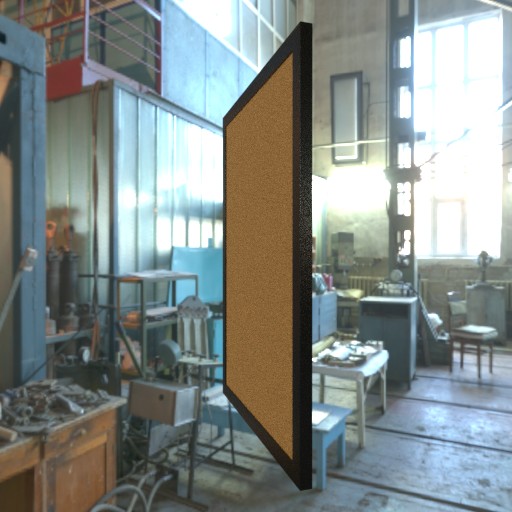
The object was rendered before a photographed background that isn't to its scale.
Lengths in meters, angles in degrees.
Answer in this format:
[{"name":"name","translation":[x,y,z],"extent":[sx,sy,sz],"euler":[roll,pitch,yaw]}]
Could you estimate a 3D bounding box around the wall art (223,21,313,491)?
[{"name":"wall art","translation":[0.000,0.000,0.841],"extent":[0.019,0.656,0.462],"euler":[0,0,-18]}]
